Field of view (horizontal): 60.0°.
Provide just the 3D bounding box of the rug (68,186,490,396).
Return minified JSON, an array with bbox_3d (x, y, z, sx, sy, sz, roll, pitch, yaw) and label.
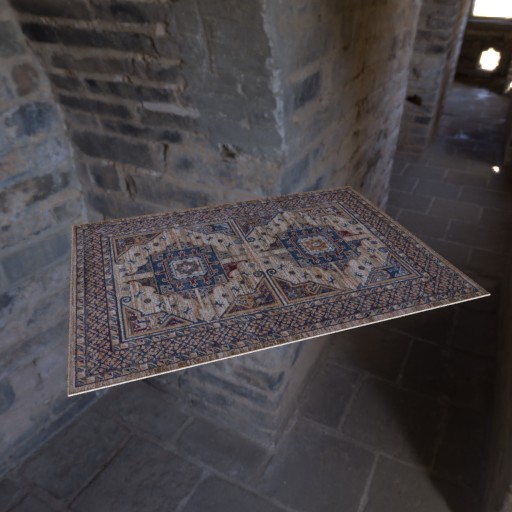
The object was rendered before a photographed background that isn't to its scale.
[{"bbox_3d":[0.000,0.000,2.825,2.227,0.008,1.611,-10,34,-16],"label":"rug"}]
